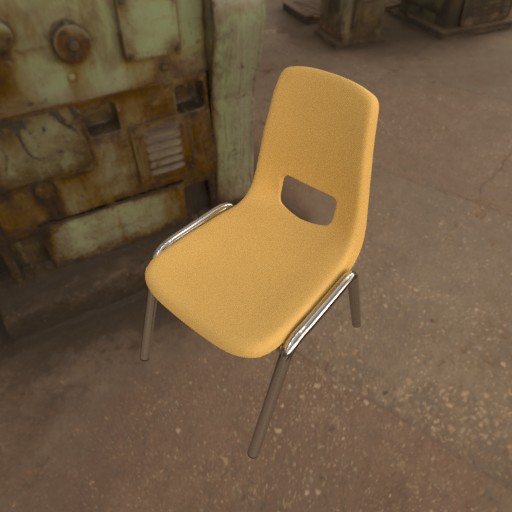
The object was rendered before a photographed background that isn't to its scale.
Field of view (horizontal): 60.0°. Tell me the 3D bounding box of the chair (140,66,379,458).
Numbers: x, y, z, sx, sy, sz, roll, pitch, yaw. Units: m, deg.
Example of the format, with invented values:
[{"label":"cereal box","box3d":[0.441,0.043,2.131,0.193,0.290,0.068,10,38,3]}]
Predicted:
[{"label":"chair","box3d":[0.000,0.000,0.851,0.354,0.586,0.423,31,53,28]}]
